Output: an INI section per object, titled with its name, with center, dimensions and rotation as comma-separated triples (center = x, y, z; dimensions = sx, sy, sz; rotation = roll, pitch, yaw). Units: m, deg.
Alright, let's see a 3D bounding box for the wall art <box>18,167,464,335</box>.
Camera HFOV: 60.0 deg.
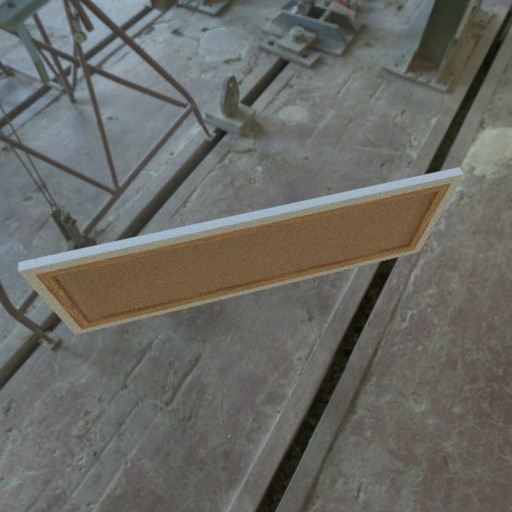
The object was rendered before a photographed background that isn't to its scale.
[wall art]
center = 0.000, 0.000, 1.688
dimensions = 1.520, 0.507, 0.039
rotation = -13, 59, -8
